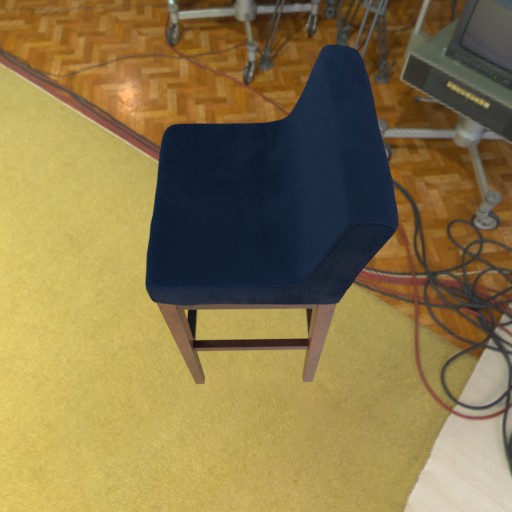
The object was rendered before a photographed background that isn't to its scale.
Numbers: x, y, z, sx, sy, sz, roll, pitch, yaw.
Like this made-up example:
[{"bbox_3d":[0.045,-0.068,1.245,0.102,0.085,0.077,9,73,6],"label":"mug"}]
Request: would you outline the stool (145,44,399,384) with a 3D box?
[{"bbox_3d":[0.000,0.000,1.307,0.500,1.037,0.511,-1,59,-1],"label":"stool"}]
